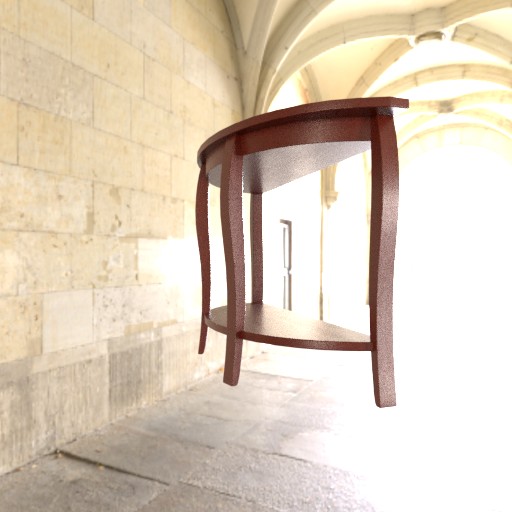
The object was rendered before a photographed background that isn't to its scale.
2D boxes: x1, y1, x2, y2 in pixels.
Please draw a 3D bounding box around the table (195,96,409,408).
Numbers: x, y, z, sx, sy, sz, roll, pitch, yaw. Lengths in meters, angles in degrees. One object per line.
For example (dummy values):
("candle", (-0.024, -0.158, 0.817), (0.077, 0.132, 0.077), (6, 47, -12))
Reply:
("table", (0.000, 0.000, 1.615), (0.405, 0.779, 1.219), (0, 0, -18))
